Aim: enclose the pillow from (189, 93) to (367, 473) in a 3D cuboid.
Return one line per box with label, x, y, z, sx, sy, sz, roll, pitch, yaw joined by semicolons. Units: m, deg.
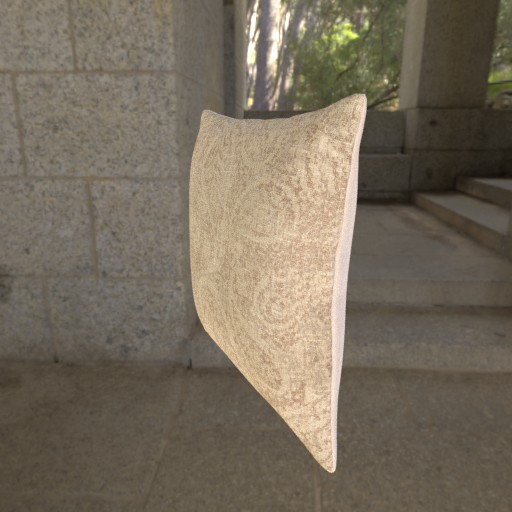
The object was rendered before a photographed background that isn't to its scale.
pillow;0.000;0.000;0.784;0.166;0.510;0.523;-8;18;-25
